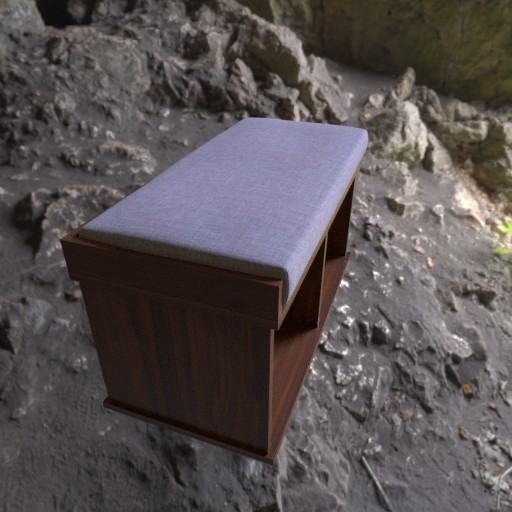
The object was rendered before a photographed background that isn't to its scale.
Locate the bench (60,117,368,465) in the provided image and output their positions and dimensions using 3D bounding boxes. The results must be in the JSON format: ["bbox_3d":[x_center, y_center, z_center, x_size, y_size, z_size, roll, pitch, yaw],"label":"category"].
[{"bbox_3d":[0.000,0.000,1.016,0.362,0.461,0.734,11,33,17],"label":"bench"}]
